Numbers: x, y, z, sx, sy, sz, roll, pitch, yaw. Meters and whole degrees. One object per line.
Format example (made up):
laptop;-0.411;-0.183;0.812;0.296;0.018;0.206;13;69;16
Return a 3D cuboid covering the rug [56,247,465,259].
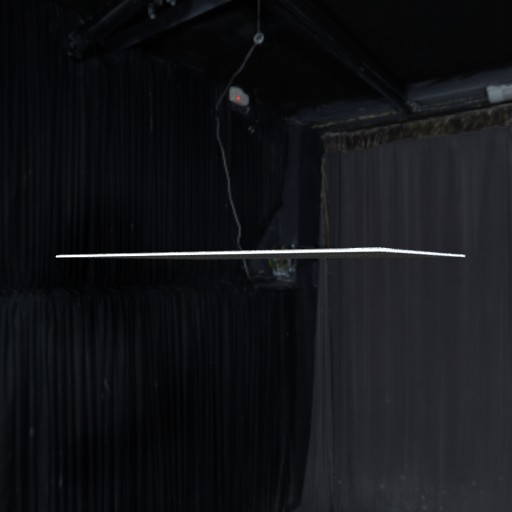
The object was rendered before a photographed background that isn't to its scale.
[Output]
rug;0.000;0.000;3.562;2.746;0.018;1.819;-1;-1;36
